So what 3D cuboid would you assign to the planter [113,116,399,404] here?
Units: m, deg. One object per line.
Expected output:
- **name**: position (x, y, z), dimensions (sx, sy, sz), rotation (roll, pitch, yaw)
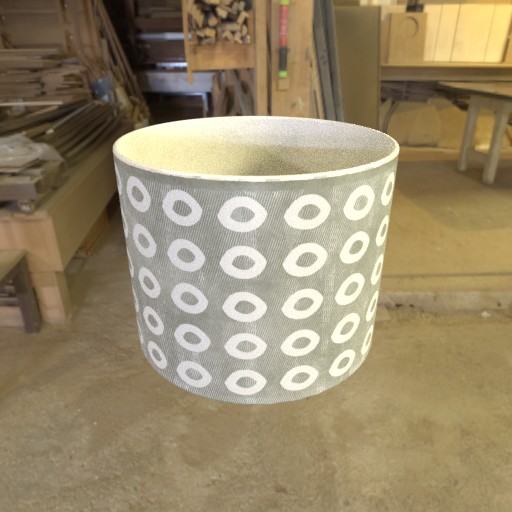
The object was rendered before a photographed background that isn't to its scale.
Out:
- **planter**: position (0.000, 0.000, 0.455), dimensions (0.250, 0.239, 0.250), rotation (0, 26, 0)
